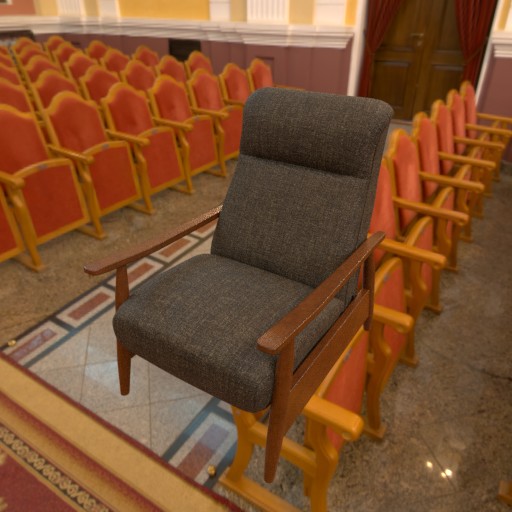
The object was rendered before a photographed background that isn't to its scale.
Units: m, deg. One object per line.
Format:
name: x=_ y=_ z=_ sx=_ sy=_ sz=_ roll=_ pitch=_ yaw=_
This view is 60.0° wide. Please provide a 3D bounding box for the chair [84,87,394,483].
chair: x=0.000 y=0.000 z=1.738 sx=0.762 sy=1.082 sz=1.014 roll=18 pitch=35 yaw=28
